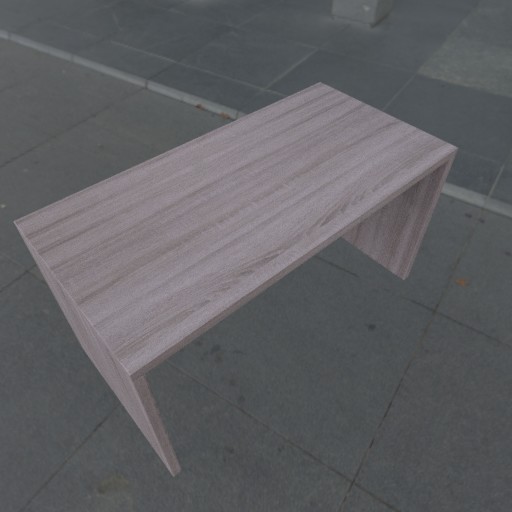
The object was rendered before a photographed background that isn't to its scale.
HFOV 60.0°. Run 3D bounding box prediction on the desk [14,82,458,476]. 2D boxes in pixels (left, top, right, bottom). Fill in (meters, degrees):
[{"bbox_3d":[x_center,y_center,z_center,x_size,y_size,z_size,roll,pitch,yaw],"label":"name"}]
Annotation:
[{"bbox_3d":[0.000,0.000,1.770,1.380,0.745,0.690,-33,55,-27],"label":"desk"}]
